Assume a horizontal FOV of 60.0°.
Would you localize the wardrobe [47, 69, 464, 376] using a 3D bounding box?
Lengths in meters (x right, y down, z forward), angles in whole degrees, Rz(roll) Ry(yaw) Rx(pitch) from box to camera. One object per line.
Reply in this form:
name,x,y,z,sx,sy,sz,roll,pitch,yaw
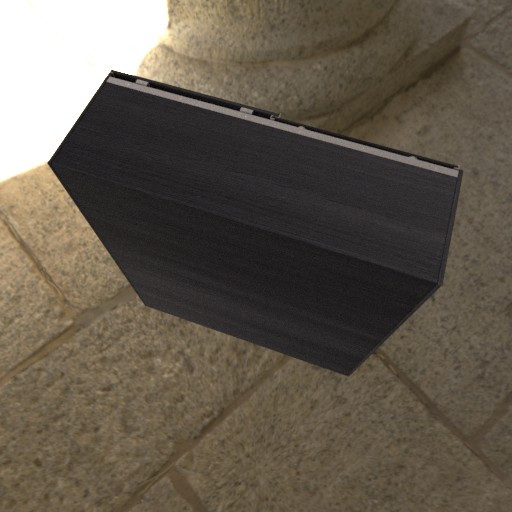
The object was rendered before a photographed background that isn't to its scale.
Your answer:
wardrobe,0.000,0.000,2.879,1.780,1.960,0.629,18,66,8
